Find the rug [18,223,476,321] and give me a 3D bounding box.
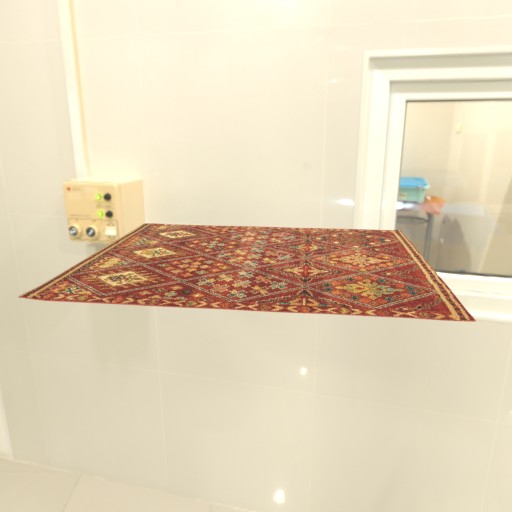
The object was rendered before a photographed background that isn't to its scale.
[{"bbox_3d":[0.000,0.000,4.124,3.086,0.030,2.489,2,17,7],"label":"rug"}]
